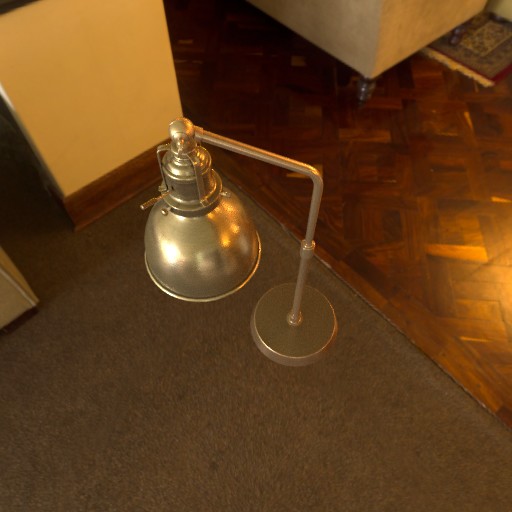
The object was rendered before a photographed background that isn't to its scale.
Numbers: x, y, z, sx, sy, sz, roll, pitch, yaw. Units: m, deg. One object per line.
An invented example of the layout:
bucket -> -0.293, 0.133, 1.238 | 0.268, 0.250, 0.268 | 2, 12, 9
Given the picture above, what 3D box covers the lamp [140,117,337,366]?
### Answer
lamp -> 0.000, 0.000, 0.586 | 0.286, 0.456, 0.153 | -1, 58, 0
